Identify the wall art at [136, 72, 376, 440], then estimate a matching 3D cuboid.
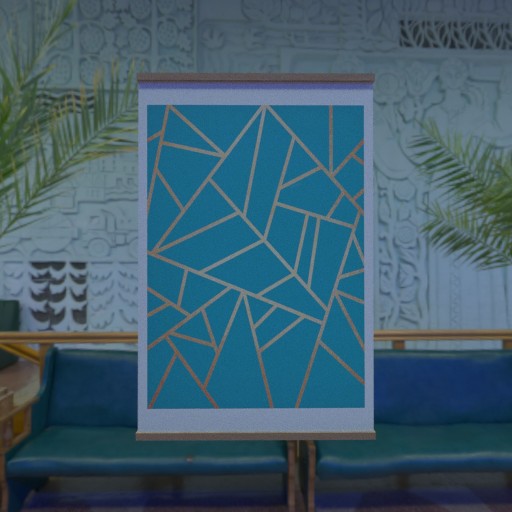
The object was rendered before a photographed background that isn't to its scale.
[{"bbox_3d":[0.000,0.000,1.850,0.990,1.519,0.030,0,0,0],"label":"wall art"}]
